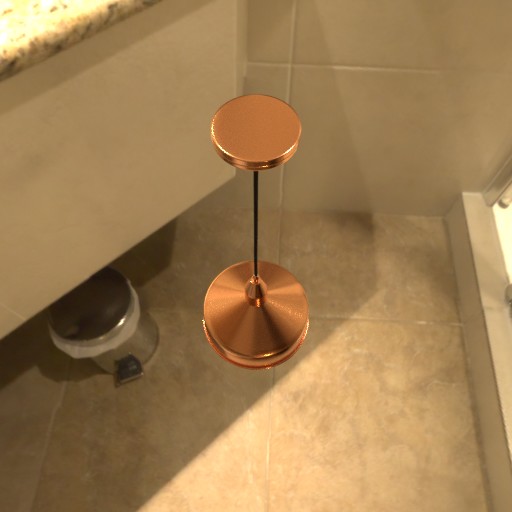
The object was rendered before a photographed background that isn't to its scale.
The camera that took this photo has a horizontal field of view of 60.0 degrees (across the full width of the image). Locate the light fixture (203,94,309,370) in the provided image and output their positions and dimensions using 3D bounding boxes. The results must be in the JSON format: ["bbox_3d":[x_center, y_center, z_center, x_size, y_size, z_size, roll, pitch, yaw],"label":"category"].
[{"bbox_3d":[0.000,0.000,0.934,0.301,0.754,0.301,-31,66,-15],"label":"light fixture"}]
